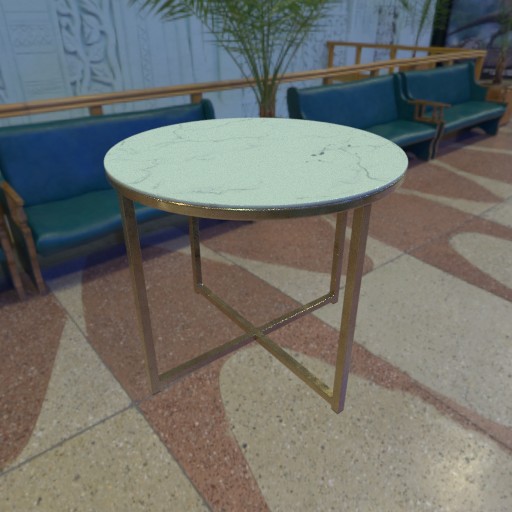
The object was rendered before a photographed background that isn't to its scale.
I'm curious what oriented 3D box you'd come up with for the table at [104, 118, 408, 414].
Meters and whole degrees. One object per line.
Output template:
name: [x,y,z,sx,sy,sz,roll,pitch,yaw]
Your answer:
table: [0.000,0.000,0.861,0.500,0.420,0.500,0,29,0]
